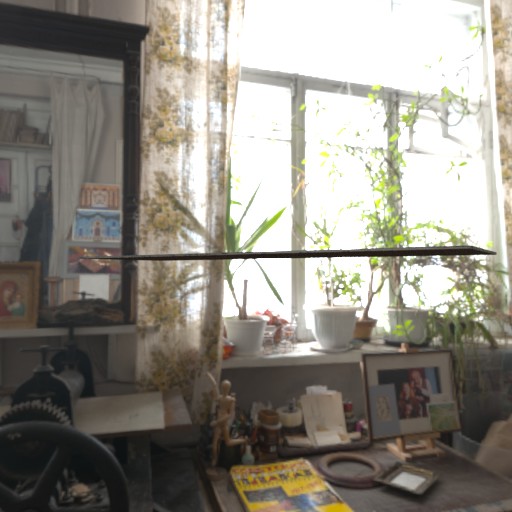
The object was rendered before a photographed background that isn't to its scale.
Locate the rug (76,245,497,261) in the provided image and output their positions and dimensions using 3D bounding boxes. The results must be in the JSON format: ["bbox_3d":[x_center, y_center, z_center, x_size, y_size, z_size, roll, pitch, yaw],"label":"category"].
[{"bbox_3d":[0.000,0.000,2.619,2.434,0.013,0.770,-1,-2,35],"label":"rug"}]
